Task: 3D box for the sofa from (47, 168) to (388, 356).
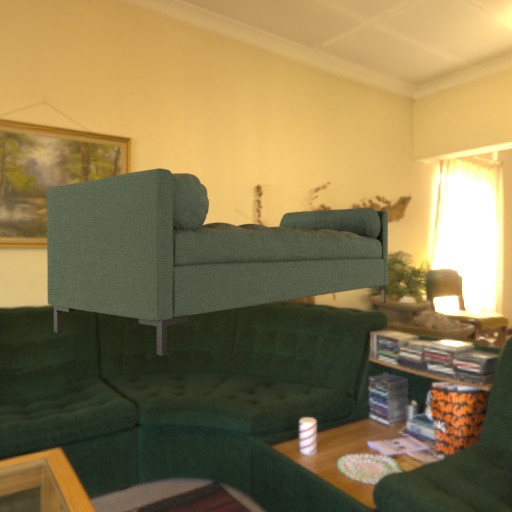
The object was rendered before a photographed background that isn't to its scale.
[{"bbox_3d":[0.000,0.000,2.593,0.817,0.681,2.130,1,1,38],"label":"sofa"}]
